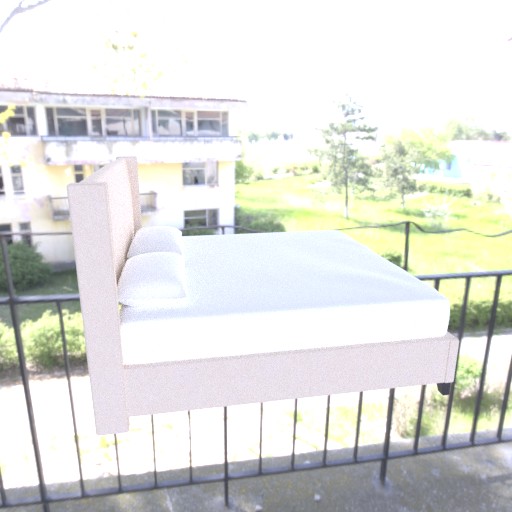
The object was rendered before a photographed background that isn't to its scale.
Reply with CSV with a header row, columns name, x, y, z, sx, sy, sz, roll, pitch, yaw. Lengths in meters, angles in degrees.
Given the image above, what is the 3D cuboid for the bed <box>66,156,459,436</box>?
name,x,y,z,sx,sy,sz,roll,pitch,yaw
bed,0.000,0.000,3.591,2.293,1.471,2.145,-3,17,-10
